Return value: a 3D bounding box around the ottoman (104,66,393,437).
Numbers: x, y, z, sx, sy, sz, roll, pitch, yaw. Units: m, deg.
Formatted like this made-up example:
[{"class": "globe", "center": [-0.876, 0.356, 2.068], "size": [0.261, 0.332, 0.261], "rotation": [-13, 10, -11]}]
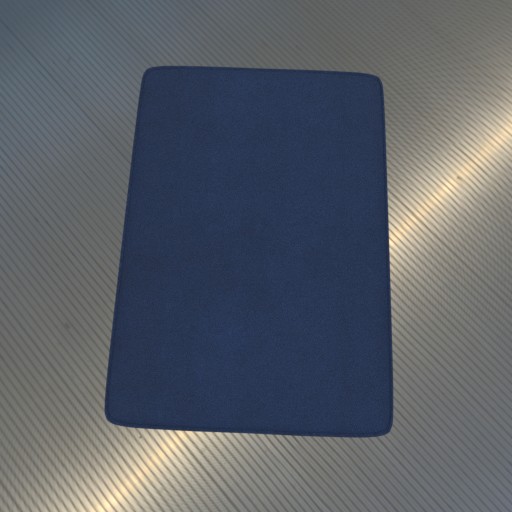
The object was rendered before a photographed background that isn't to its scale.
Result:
[{"class": "ottoman", "center": [0.000, 0.000, 1.368], "size": [0.686, 0.584, 0.965], "rotation": [2, 76, 1]}]
